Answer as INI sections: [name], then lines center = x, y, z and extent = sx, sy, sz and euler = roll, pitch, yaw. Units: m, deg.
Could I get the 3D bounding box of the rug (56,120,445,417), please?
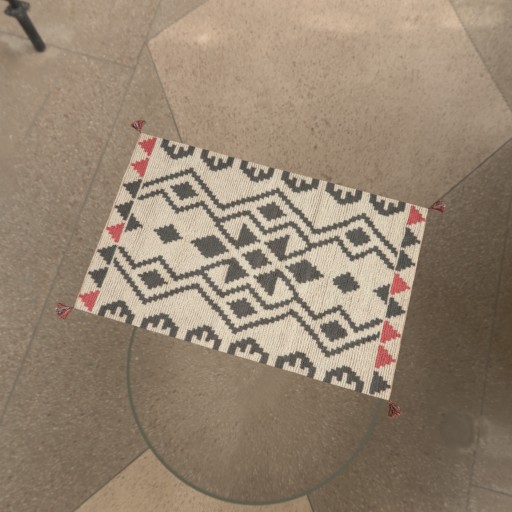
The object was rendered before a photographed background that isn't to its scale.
[rug]
center = 0.000, 0.000, 3.428
extent = 2.672, 0.066, 1.741
euler = 16, 77, 4
